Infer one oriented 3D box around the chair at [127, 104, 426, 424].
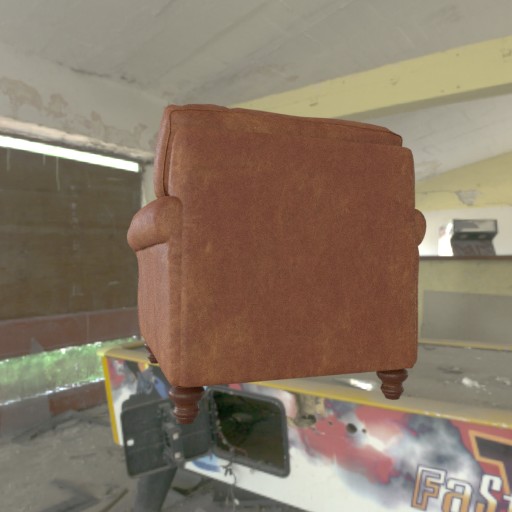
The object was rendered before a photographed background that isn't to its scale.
[{"bbox_3d":[0.000,0.000,1.775,0.983,0.962,0.986,0,-1,-19],"label":"chair"}]
